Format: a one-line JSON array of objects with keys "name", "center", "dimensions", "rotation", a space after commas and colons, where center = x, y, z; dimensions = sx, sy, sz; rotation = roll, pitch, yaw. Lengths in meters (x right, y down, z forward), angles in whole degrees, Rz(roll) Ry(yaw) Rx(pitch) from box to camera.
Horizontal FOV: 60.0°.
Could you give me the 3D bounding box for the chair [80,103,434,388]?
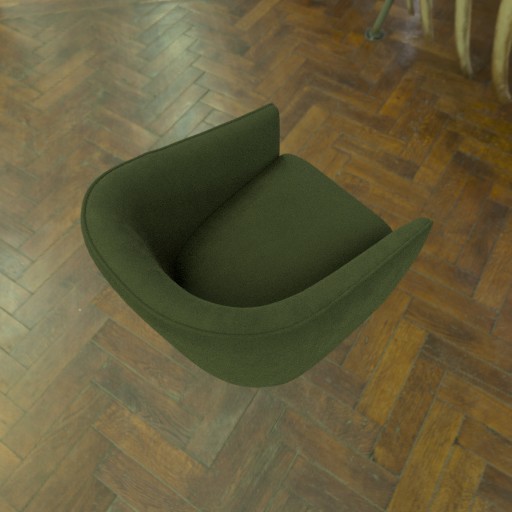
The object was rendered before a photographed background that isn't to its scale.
[{"name": "chair", "center": [0.000, 0.000, 1.450], "dimensions": [0.875, 0.799, 0.747], "rotation": [-38, 66, -20]}]
